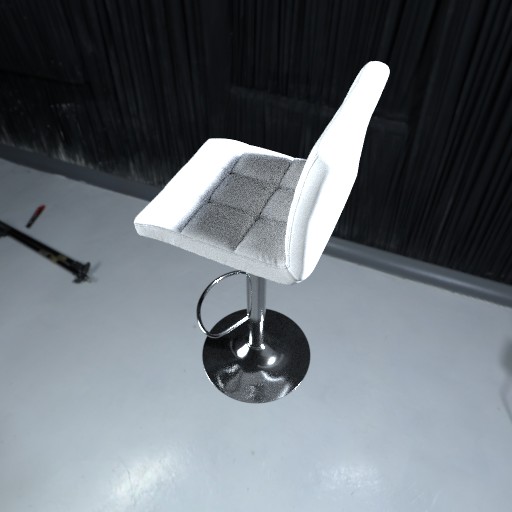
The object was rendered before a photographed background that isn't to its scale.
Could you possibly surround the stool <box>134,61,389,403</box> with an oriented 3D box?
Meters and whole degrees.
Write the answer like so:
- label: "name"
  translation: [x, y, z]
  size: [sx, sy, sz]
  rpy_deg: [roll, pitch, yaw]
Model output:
- label: "stool"
  translation: [0.000, 0.000, 1.342]
  size: [0.505, 1.115, 0.430]
  rpy_deg: [18, 49, 16]
